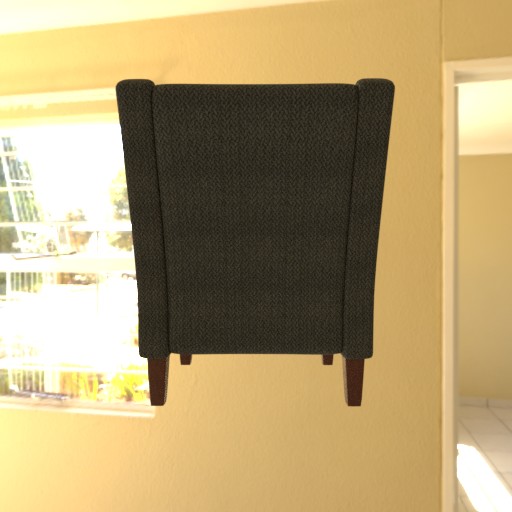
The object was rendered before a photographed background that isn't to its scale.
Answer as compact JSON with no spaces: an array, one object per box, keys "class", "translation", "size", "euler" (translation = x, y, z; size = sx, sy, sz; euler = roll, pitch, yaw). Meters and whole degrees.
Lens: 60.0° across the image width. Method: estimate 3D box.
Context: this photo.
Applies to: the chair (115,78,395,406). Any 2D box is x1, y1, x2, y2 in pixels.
[{"class":"chair","translation":[0.000,0.000,1.693],"size":[0.793,1.012,0.944],"euler":[0,0,0]}]
